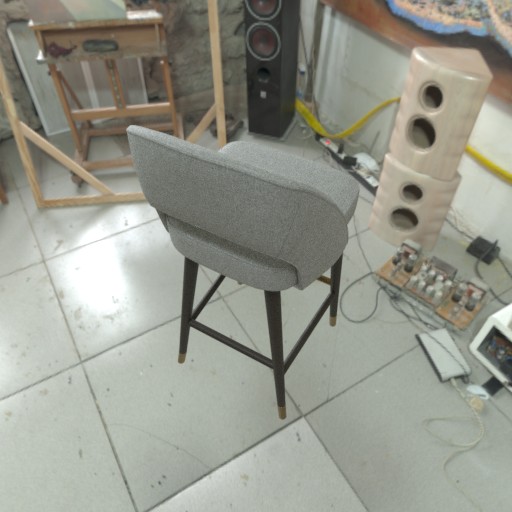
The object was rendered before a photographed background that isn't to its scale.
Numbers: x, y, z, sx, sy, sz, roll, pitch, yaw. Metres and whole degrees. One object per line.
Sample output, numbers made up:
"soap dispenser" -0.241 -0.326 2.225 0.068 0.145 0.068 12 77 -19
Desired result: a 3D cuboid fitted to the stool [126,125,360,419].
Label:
"stool" 0.000 0.000 1.315 0.494 1.037 0.509 23 52 19
